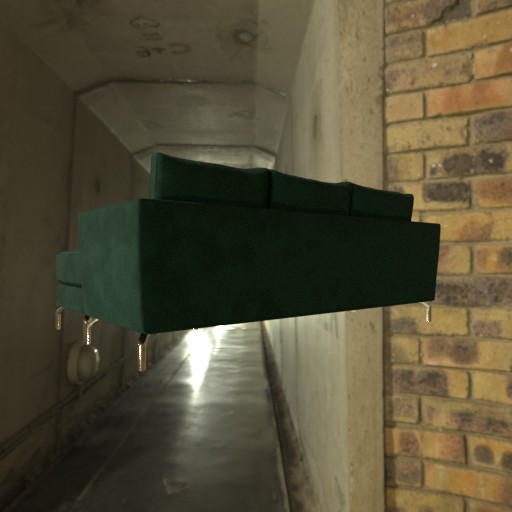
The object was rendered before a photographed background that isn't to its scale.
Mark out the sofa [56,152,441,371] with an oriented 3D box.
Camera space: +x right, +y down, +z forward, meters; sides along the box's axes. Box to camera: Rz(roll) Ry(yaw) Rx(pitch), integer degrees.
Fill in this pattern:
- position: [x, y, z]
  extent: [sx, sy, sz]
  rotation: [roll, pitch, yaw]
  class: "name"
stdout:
- position: [0.000, 0.000, 3.196]
  extent: [2.441, 1.007, 1.489]
  rotation: [0, 0, -38]
  class: "sofa"
